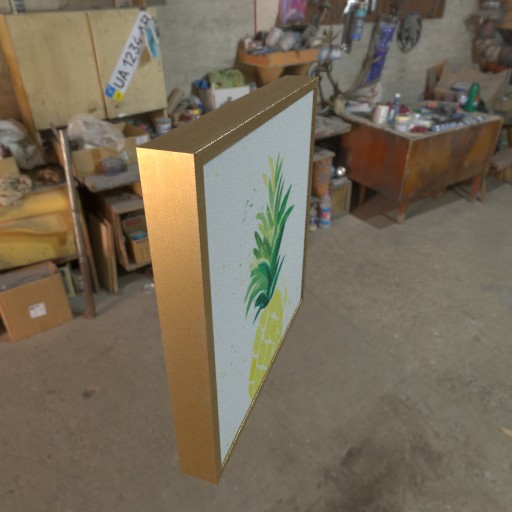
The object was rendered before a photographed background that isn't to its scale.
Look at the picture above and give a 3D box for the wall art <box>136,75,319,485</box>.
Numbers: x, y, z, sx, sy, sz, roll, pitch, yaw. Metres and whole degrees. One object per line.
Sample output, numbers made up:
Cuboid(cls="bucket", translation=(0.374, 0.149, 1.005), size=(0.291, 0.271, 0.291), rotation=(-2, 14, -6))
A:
Cuboid(cls="wall art", translation=(0.000, 0.000, 0.454), size=(0.038, 0.305, 0.306), rotation=(10, 32, 17))
